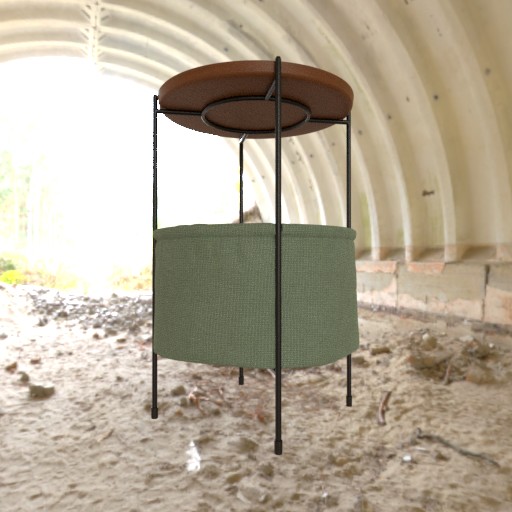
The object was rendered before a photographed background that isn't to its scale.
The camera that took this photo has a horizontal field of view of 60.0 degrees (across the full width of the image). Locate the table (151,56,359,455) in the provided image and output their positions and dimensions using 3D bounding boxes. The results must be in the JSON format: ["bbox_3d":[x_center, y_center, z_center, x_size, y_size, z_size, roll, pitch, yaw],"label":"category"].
[{"bbox_3d":[0.000,0.000,0.889,0.400,0.623,0.400,0,-1,35],"label":"table"}]
